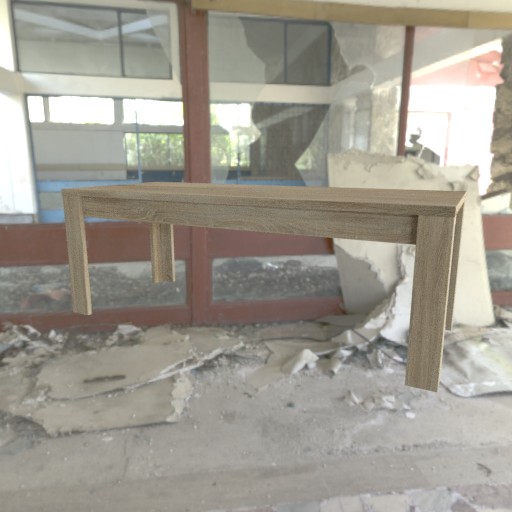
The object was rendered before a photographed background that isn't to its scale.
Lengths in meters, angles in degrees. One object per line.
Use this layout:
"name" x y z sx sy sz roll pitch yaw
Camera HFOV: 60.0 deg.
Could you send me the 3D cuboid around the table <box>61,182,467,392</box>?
"table" 0.000 0.000 2.679 2.200 0.790 0.900 6 14 27
